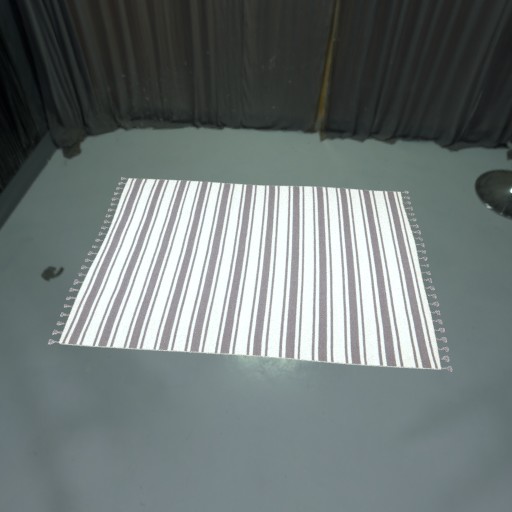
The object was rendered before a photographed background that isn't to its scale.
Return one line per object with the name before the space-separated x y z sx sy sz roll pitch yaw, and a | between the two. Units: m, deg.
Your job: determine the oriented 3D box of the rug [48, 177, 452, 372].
rug | 0.000 0.000 3.953 3.040 0.017 2.030 3 48 3
